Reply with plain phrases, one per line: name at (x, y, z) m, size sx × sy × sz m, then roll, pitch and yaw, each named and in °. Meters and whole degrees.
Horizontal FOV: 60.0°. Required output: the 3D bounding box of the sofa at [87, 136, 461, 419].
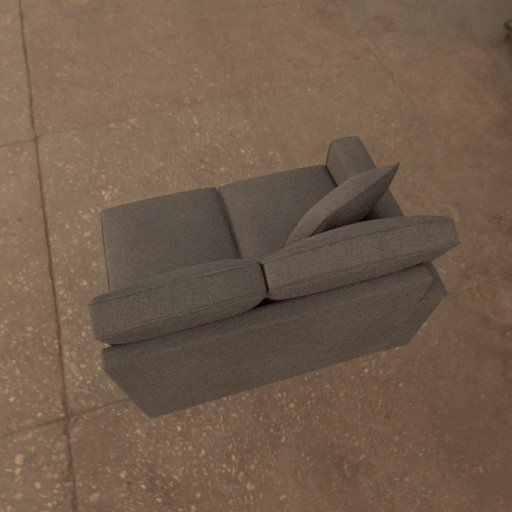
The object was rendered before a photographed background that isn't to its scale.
sofa at (0.000, 0.000, 2.086) m, size 1.388 × 0.989 × 0.991 m, roll -14°, pitch 59°, yaw -9°
